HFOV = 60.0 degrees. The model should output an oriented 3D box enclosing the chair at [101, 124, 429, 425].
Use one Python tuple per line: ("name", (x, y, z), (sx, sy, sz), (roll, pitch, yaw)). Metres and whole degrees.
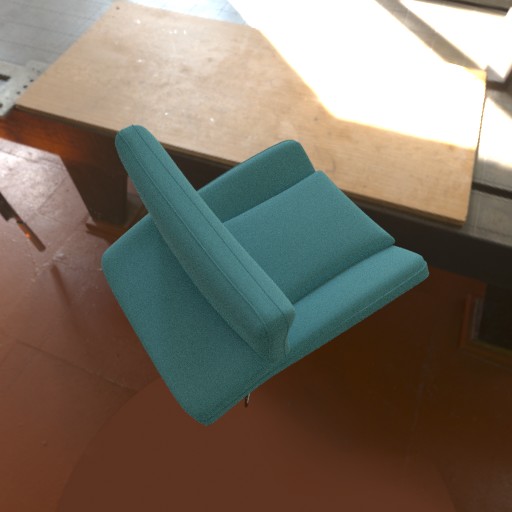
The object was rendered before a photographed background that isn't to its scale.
("chair", (0.000, 0.000, 1.648), (1.008, 0.855, 0.859), (-30, 61, -18))
